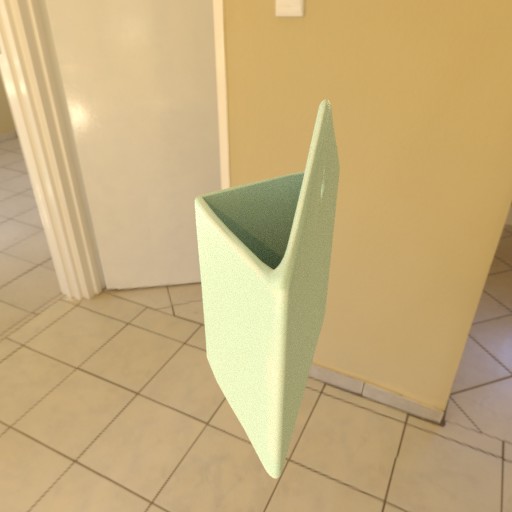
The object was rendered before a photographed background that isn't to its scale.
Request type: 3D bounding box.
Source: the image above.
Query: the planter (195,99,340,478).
[{"bbox_3d":[0.000,0.000,0.283,0.079,0.197,0.164,9,32,14],"label":"planter"}]
